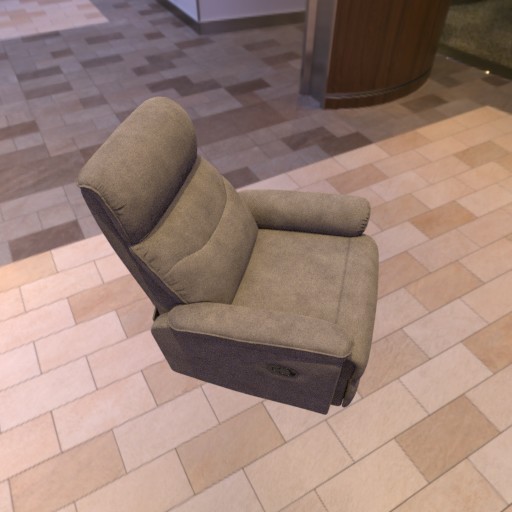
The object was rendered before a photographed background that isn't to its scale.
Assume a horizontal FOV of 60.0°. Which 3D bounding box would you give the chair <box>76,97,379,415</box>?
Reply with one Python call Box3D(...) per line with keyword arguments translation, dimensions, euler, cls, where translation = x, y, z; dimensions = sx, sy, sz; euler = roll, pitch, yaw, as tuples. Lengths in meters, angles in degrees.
Box3D(translation=(0.000, 0.000, 1.773), dimensions=(1.009, 1.036, 0.830), euler=(11, 47, 10), cls="chair")
